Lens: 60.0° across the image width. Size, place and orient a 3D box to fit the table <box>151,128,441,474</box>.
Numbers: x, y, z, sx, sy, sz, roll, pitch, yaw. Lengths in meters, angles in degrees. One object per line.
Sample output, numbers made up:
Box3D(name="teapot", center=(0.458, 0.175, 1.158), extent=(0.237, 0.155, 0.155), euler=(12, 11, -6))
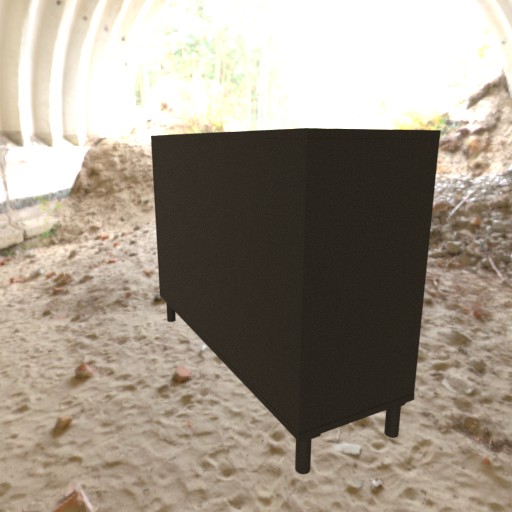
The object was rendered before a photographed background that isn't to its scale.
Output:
Box3D(name="table", center=(0.000, 0.000, 1.606), extent=(0.400, 0.855, 1.200), euler=(-7, 16, -27))
